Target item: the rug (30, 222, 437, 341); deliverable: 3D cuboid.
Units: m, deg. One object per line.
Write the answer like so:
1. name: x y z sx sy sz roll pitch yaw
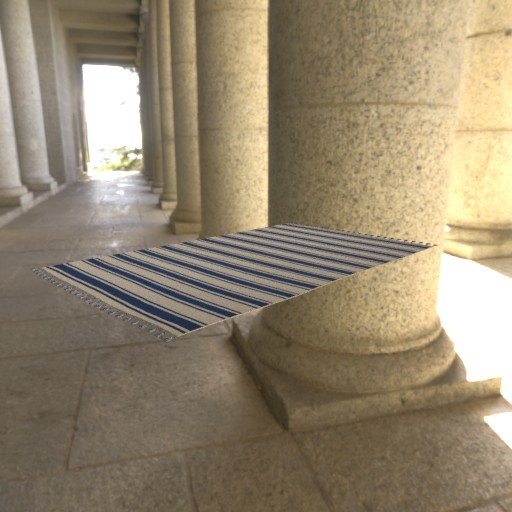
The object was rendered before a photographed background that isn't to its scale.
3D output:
1. rug: 0.000 0.000 2.588 2.108 0.009 1.248 -13 19 -43
